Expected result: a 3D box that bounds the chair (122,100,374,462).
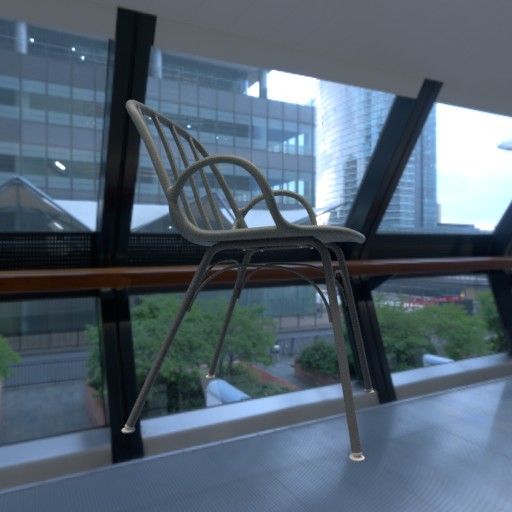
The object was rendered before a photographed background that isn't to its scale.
[{"bbox_3d":[0.000,0.000,1.194,0.597,0.816,0.549,0,0,17],"label":"chair"}]
